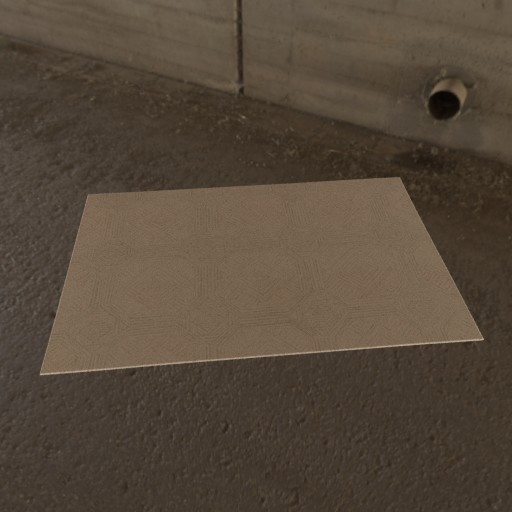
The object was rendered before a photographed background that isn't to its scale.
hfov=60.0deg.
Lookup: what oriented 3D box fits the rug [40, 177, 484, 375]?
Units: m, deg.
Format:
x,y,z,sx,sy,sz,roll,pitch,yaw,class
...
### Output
x,y,z,sx,sy,sz,roll,pitch,yaw,class
0.000,0.000,2.943,2.440,0.008,1.524,-4,47,-4,rug
